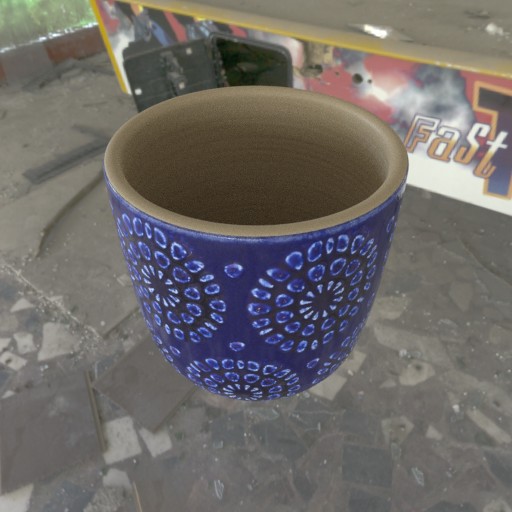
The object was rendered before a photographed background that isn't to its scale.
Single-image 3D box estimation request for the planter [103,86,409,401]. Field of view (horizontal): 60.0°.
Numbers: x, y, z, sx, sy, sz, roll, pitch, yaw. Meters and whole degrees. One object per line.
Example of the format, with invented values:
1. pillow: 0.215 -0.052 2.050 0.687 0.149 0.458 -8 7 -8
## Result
1. planter: 0.000 0.000 0.197 0.109 0.112 0.109 0 42 0
